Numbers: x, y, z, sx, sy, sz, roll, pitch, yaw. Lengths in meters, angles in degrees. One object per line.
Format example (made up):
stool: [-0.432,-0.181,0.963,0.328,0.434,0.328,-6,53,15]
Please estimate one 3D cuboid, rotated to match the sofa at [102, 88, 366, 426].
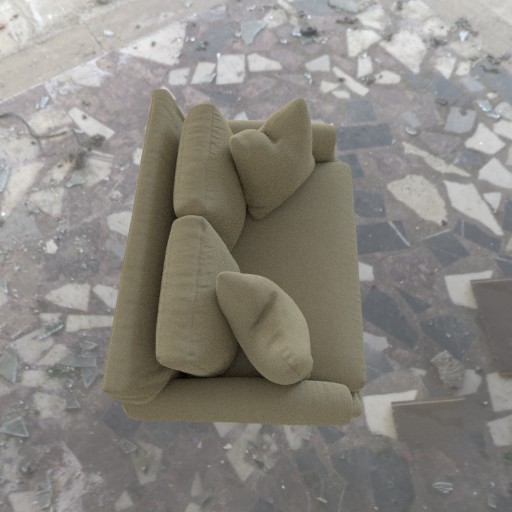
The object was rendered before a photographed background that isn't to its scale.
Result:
sofa: [0.000,0.000,2.170,1.070,0.905,1.550,2,65,1]
